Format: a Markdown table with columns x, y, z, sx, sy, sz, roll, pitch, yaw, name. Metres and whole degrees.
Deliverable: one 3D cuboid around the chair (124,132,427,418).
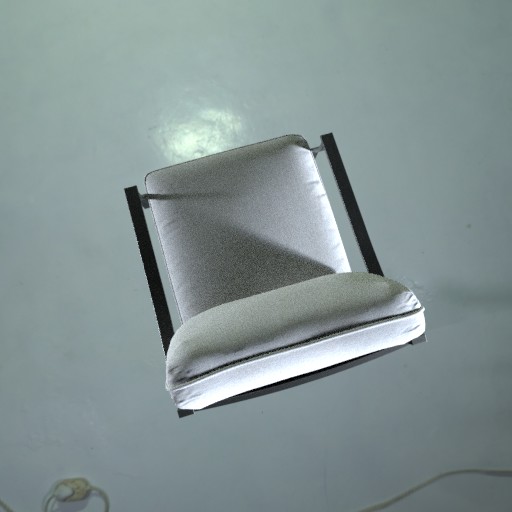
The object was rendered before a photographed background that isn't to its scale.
| x | y | z | sx | sy | sz | roll | pitch | yaw | name |
| --- | --- | --- | --- | --- | --- | --- | --- | --- | --- |
| 0.000 | 0.000 | 1.389 | 0.650 | 0.860 | 0.787 | -16 | 76 | -4 | chair |
